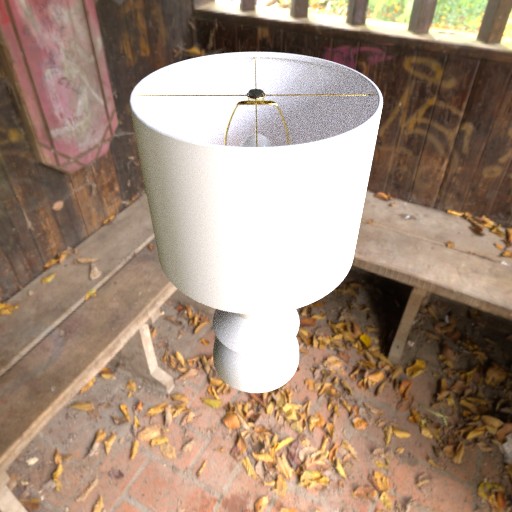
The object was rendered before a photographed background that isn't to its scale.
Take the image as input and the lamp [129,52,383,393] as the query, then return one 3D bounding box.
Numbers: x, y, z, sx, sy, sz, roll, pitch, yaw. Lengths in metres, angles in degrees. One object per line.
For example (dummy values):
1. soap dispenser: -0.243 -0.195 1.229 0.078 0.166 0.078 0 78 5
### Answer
1. lamp: 0.000 0.000 0.711 0.301 0.533 0.301 0 41 0
